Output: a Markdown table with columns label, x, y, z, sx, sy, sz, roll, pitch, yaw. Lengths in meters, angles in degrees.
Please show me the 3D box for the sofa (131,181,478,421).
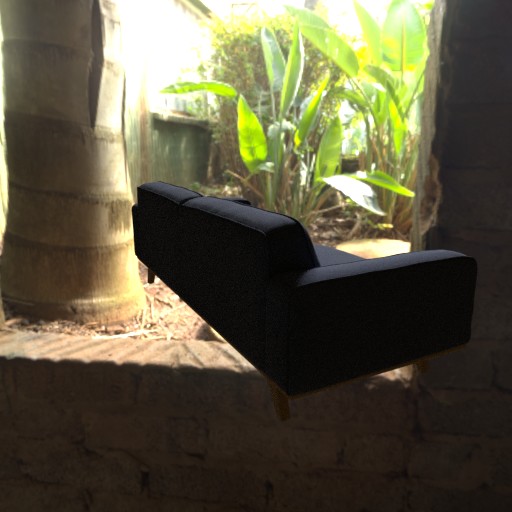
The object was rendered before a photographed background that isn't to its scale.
| label | x | y | z | sx | sy | sz | roll | pitch | yaw |
| --- | --- | --- | --- | --- | --- | --- | --- | --- | --- |
| sofa | 0.000 | 0.000 | 2.638 | 0.953 | 0.782 | 2.270 | -8 | 16 | -27 |
